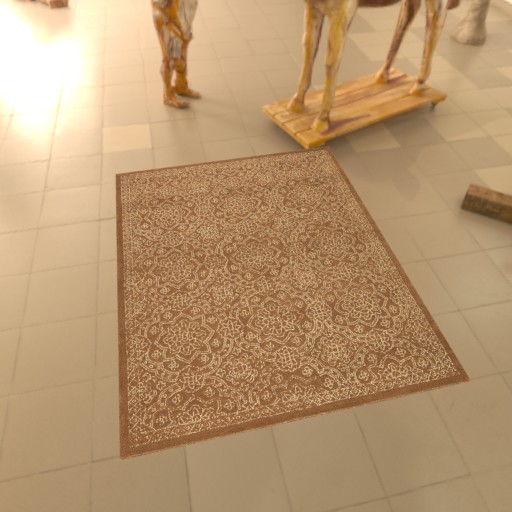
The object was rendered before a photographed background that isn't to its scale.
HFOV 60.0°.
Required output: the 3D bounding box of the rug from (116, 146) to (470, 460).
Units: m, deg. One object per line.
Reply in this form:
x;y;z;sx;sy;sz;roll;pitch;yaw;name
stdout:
0.000;0.000;3.983;2.441;0.015;3.050;-9;47;-9;rug
